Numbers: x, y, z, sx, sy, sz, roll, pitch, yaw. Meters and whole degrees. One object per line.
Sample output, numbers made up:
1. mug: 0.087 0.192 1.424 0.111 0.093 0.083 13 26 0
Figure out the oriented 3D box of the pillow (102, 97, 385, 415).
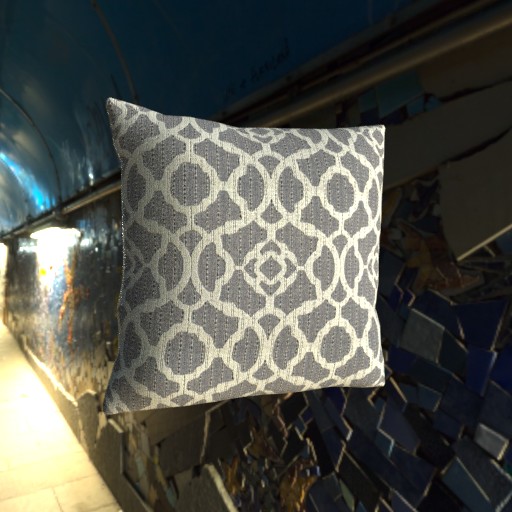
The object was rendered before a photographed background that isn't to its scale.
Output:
1. pillow: 0.000 0.000 0.773 0.508 0.498 0.215 0 0 -18
